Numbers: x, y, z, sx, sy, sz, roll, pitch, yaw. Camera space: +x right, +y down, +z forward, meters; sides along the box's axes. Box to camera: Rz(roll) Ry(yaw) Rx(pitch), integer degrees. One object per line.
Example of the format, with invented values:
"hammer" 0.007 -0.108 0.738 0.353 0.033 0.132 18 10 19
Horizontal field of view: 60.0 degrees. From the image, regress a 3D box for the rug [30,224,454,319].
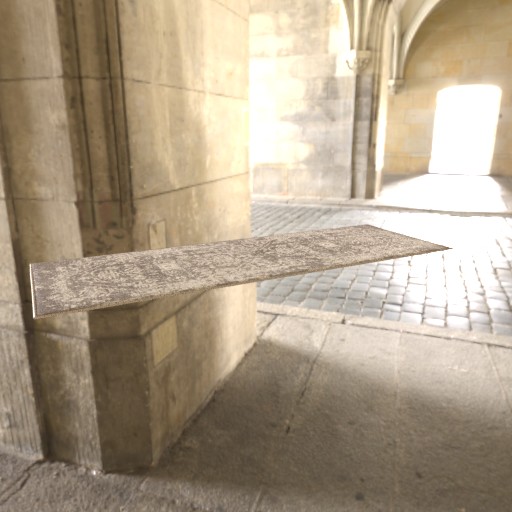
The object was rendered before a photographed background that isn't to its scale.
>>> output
"rug" 0.000 0.000 2.687 2.452 0.017 0.855 -8 18 -26
